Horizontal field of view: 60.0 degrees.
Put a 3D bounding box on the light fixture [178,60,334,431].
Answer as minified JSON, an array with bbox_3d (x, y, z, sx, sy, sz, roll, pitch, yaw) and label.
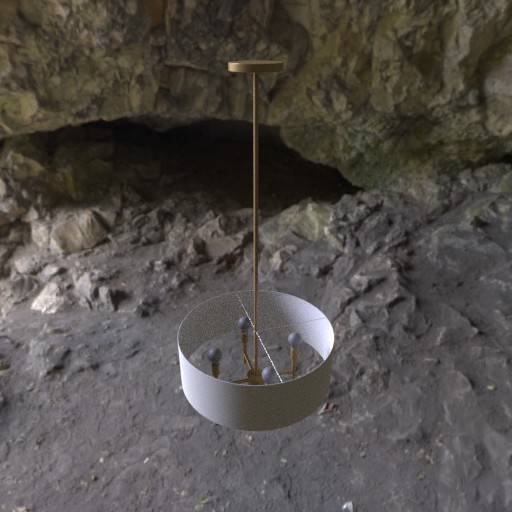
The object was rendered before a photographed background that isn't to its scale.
[{"bbox_3d":[0.000,0.000,1.329,0.508,1.067,0.508,0,27,0],"label":"light fixture"}]
